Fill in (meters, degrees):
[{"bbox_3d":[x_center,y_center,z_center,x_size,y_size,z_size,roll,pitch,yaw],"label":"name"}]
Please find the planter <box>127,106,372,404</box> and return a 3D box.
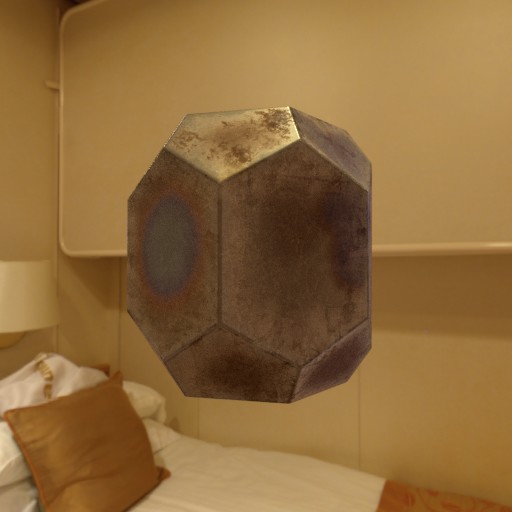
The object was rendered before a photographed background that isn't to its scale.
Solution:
[{"bbox_3d":[0.000,0.000,0.436,0.243,0.238,0.221,0,-1,-18],"label":"planter"}]
